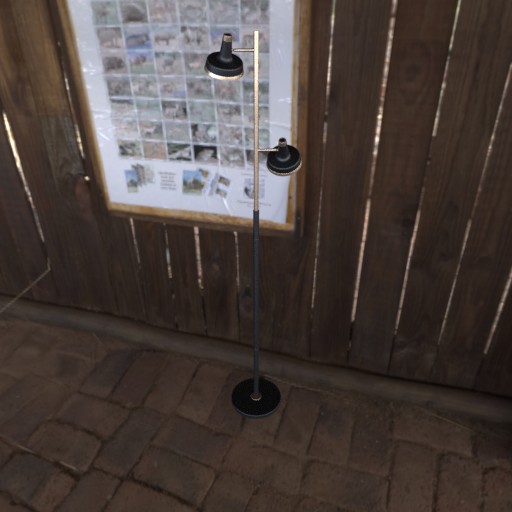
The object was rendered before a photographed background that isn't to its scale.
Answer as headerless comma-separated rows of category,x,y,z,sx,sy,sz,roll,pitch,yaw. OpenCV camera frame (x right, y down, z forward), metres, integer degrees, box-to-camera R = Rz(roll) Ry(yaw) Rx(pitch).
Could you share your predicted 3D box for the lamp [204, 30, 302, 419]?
lamp,0.000,0.000,1.846,0.351,1.674,0.253,-1,30,-1
